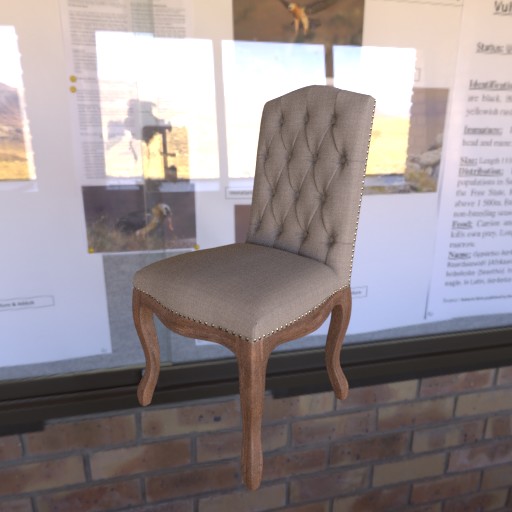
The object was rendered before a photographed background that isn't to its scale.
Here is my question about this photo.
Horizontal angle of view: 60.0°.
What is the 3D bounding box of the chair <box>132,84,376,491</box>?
[{"bbox_3d":[0.000,0.000,1.588,0.637,1.191,0.731,15,22,43],"label":"chair"}]
